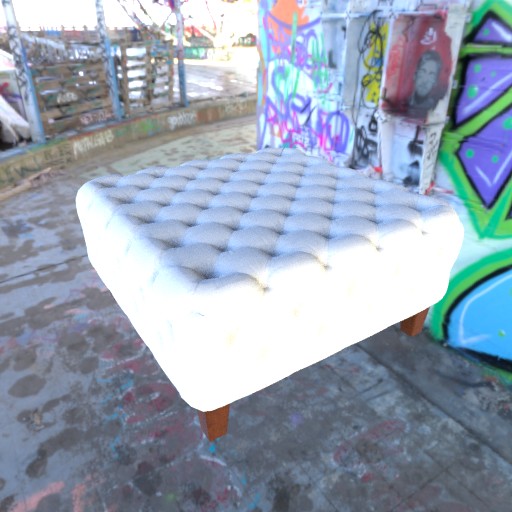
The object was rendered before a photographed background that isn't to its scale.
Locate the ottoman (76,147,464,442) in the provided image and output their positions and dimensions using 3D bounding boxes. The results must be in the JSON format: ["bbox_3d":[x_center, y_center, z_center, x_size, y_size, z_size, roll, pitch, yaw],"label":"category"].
[{"bbox_3d":[0.000,0.000,1.213,0.755,0.376,0.753,-17,33,-29],"label":"ottoman"}]
